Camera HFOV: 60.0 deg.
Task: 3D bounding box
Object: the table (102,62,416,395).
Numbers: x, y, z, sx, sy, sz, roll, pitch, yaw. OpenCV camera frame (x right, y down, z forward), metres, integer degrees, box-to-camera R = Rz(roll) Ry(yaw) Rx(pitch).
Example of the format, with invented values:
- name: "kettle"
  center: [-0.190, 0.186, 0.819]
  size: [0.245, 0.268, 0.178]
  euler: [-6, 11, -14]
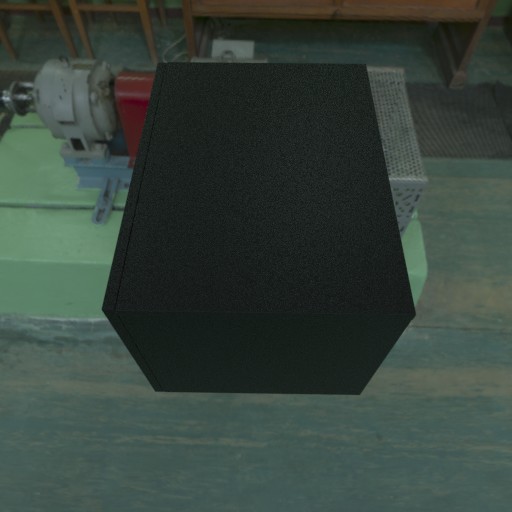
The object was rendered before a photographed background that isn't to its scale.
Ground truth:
- name: "table"
  center: [0.000, 0.000, 0.998]
  size: [0.441, 0.584, 0.564]
  euler: [1, 57, 0]
